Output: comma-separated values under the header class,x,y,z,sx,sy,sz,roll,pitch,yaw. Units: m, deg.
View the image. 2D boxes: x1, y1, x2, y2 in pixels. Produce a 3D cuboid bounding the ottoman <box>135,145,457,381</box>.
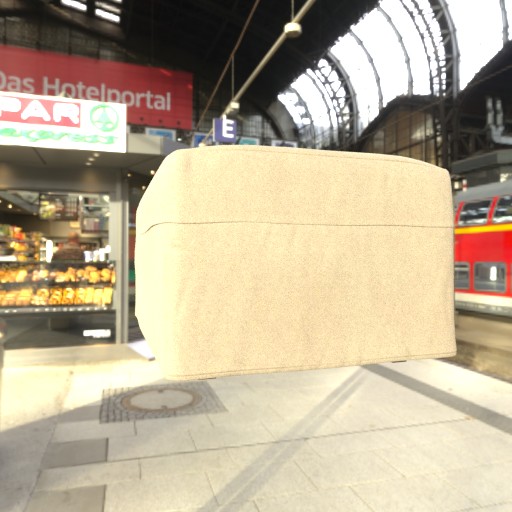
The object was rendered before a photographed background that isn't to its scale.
class,x,y,z,sx,sy,sz,roll,pitch,yaw
ottoman,0.000,0.000,1.187,0.590,0.444,0.872,0,0,-18
